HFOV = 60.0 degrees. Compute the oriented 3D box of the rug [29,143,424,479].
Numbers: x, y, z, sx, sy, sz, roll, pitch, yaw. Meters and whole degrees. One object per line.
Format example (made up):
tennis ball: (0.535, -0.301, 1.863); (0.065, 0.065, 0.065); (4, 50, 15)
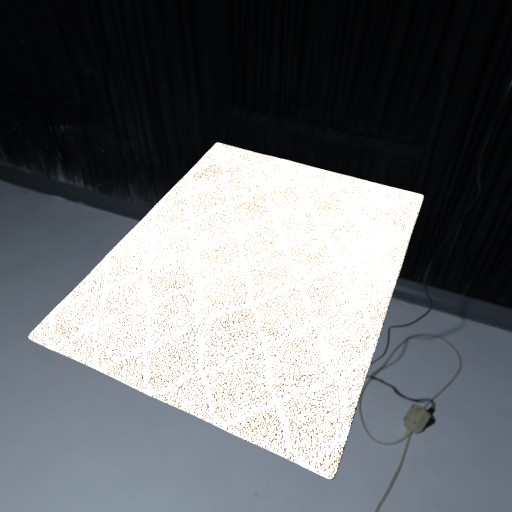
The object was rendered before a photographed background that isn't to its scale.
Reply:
rug: (0.000, 0.000, 3.983); (2.438, 0.029, 3.047); (18, 48, 17)
